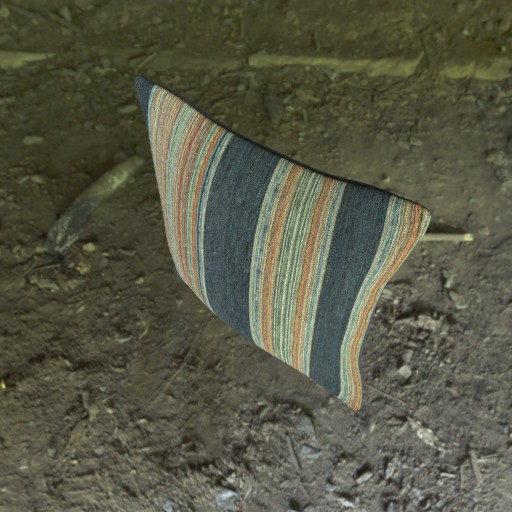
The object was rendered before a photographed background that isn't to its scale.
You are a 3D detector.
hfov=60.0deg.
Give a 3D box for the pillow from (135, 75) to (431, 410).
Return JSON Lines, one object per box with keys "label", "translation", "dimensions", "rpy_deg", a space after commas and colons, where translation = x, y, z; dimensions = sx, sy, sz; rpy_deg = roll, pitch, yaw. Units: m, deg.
{"label": "pillow", "translation": [0.000, 0.000, 0.650], "dimensions": [0.437, 0.419, 0.136], "rpy_deg": [33, 55, 27]}
